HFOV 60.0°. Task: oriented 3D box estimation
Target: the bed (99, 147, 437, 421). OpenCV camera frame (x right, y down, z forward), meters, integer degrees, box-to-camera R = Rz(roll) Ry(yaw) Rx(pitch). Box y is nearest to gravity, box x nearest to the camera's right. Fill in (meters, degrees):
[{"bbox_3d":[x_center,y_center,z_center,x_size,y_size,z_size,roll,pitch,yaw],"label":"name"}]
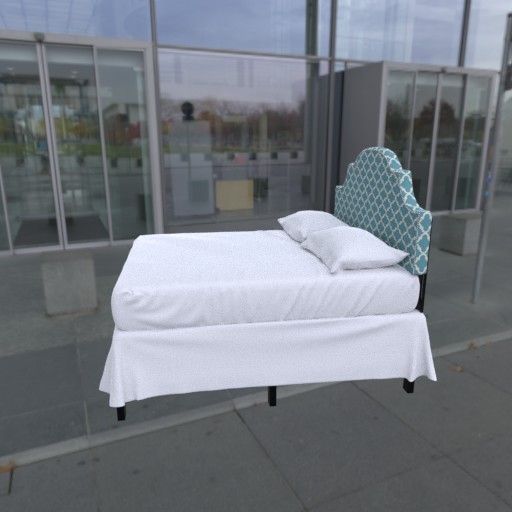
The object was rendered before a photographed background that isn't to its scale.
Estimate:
[{"bbox_3d":[0.000,0.000,3.436,2.222,1.633,1.780,-2,15,-9],"label":"bed"}]
